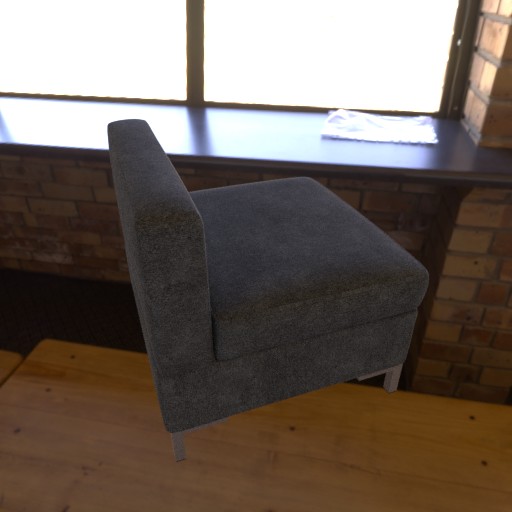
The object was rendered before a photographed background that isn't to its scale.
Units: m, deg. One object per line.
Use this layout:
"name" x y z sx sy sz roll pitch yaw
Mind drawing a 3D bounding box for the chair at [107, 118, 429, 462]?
"chair" 0.000 0.000 1.241 0.680 0.660 0.680 -11 34 -17
